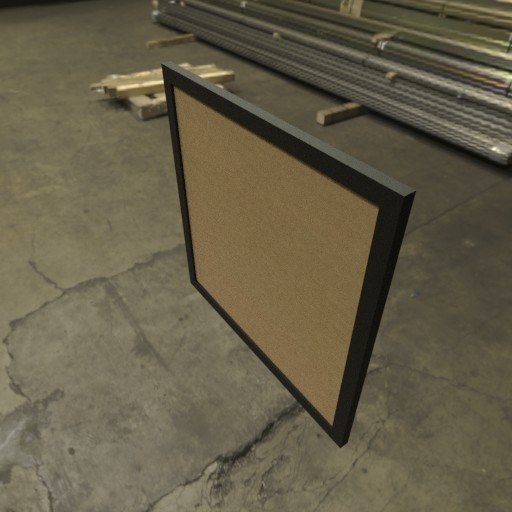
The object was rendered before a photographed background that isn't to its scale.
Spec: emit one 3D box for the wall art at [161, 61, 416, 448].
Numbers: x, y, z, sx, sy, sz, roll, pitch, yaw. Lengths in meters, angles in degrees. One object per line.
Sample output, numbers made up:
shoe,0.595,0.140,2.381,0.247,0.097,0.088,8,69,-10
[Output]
wall art,0.000,0.000,0.527,0.013,0.356,0.356,-26,47,-27
